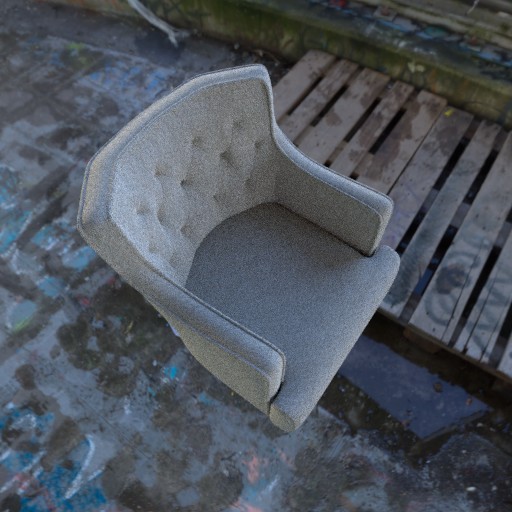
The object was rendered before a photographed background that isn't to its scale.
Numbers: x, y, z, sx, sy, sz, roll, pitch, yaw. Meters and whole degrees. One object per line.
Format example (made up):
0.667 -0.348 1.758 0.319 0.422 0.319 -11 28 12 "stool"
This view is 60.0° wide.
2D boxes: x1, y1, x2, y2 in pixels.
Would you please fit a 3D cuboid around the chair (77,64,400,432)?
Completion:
0.000 0.000 1.657 0.910 0.920 0.820 32 64 18 "chair"
